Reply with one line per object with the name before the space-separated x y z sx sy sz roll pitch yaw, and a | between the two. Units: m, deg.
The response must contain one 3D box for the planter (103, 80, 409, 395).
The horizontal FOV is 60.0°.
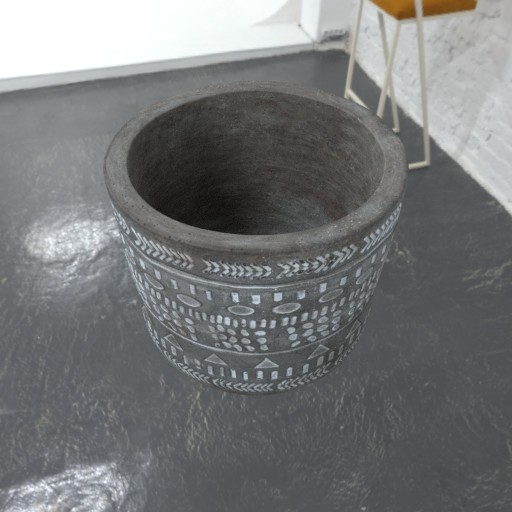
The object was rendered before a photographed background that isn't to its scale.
planter | 0.000 0.000 0.262 0.142 0.149 0.142 0 46 0
